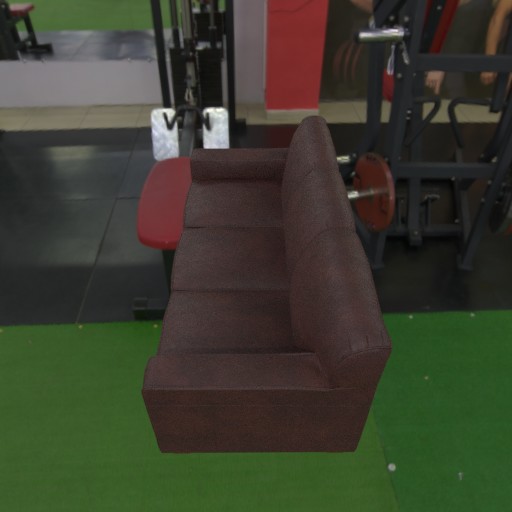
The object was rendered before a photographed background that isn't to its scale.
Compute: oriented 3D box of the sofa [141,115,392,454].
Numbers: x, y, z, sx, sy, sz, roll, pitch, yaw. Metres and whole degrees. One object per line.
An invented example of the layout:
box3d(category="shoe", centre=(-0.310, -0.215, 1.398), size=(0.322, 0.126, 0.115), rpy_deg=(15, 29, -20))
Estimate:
box3d(category="sofa", centre=(0.000, 0.000, 2.623), size=(1.008, 0.953, 2.039), rpy_deg=(0, 41, 0))
